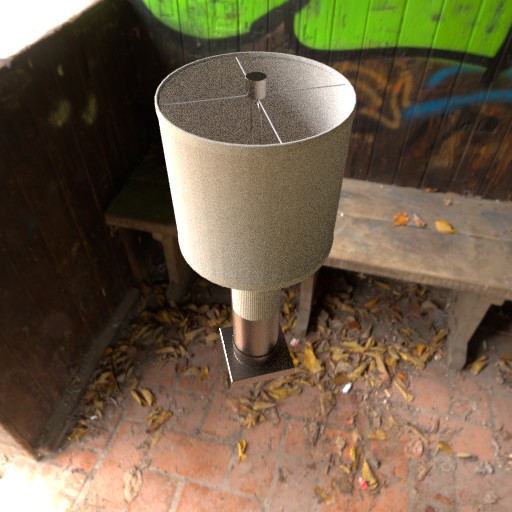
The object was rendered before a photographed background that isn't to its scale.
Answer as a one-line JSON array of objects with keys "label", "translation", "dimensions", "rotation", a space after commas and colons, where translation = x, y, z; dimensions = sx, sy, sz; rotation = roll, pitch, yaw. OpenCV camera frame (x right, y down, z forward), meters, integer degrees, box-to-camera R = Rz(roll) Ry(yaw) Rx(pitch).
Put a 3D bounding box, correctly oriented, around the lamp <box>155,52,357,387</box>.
[{"label": "lamp", "translation": [0.000, 0.000, 0.619], "dimensions": [0.202, 0.509, 0.202], "rotation": [-10, 47, -10]}]
